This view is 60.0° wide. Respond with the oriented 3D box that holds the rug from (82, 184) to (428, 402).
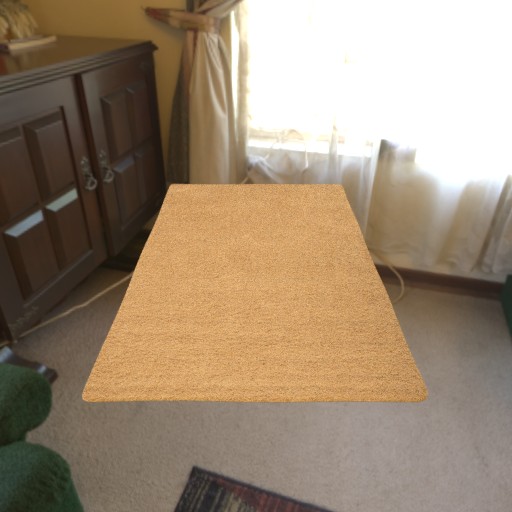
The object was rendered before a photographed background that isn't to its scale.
[{"bbox_3d":[0.000,0.000,2.890,1.500,0.025,2.349,0,32,0],"label":"rug"}]
